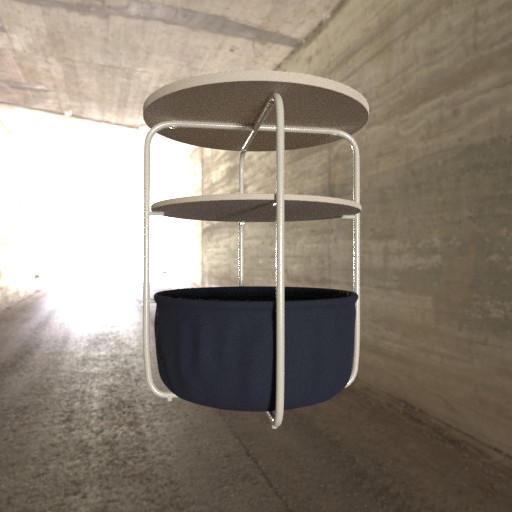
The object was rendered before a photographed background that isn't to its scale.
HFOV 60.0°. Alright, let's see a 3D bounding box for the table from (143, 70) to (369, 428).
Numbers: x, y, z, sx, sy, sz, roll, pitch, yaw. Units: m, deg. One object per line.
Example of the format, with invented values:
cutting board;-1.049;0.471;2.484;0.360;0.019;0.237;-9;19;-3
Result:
table;0.000;0.000;0.845;0.418;0.532;0.418;0;-1;35
